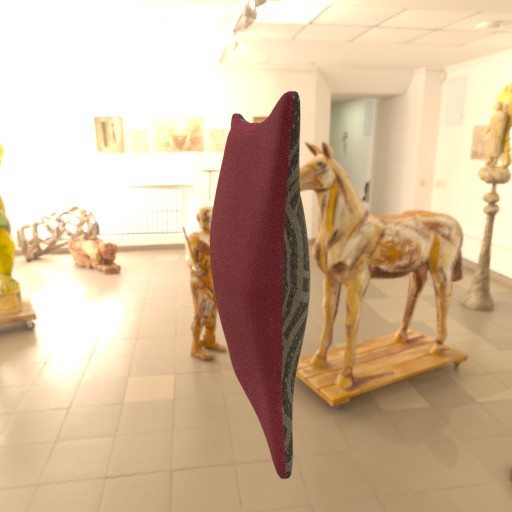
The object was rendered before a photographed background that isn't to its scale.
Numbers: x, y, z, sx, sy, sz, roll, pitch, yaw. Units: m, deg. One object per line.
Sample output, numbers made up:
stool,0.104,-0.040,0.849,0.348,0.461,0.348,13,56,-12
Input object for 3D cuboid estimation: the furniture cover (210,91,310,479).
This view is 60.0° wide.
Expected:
furniture cover,0.000,0.000,0.793,0.163,0.513,0.514,-2,15,-9
